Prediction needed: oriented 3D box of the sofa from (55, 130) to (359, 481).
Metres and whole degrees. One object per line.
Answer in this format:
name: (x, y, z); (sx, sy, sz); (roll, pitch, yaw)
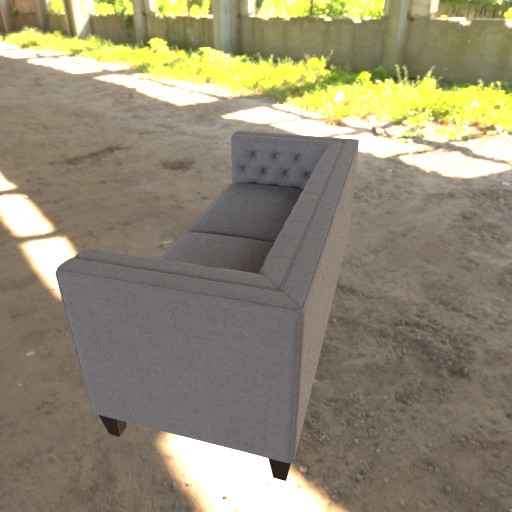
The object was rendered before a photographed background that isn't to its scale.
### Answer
sofa: (0.000, 0.000, 2.173); (0.775, 0.762, 1.778); (8, 31, 14)
